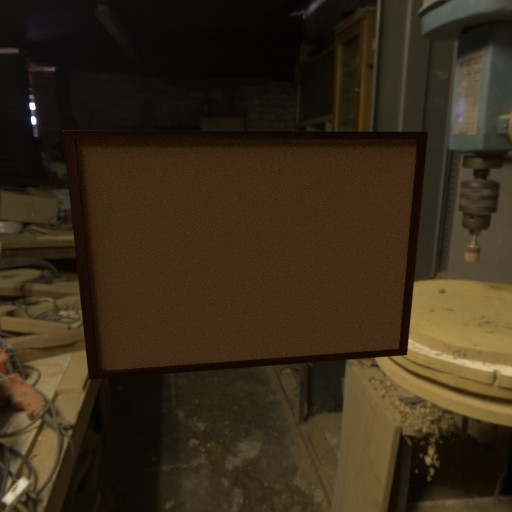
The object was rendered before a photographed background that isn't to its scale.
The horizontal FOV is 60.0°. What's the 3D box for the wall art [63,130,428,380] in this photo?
[{"bbox_3d":[0.000,0.000,0.562,0.431,0.304,0.012,-2,15,-9],"label":"wall art"}]
